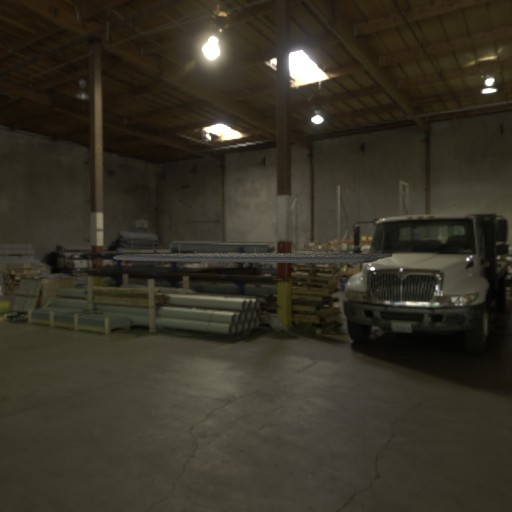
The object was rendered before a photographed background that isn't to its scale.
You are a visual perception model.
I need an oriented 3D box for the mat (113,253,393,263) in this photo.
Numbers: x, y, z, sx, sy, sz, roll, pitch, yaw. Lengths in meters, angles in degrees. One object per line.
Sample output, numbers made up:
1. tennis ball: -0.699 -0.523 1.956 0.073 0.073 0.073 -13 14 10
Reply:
1. mat: 0.000 0.000 1.624 0.917 0.016 1.220 0 1 19
